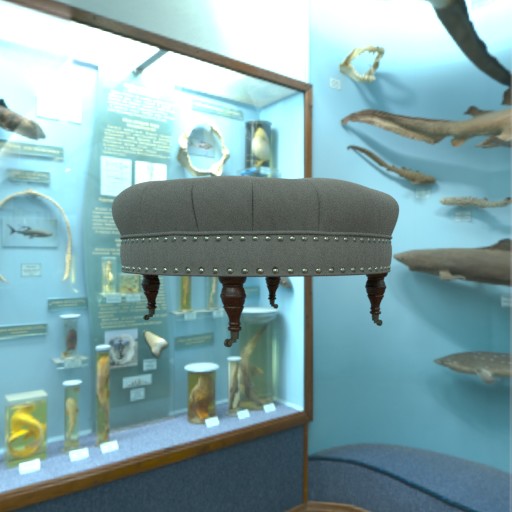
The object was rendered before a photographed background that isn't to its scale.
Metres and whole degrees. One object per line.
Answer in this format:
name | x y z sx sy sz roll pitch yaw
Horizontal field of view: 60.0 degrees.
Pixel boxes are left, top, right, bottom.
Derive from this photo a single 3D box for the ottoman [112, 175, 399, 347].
ottoman | 0.000 0.000 1.455 0.901 0.439 0.901 0 0 0
